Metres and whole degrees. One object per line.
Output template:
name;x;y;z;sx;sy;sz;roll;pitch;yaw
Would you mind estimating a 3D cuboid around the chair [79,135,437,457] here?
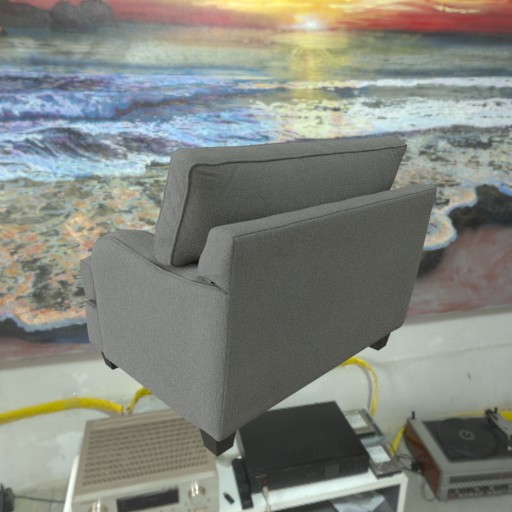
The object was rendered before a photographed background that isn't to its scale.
chair;0.000;0.000;1.959;1.220;1.016;1.041;-16;24;-42
